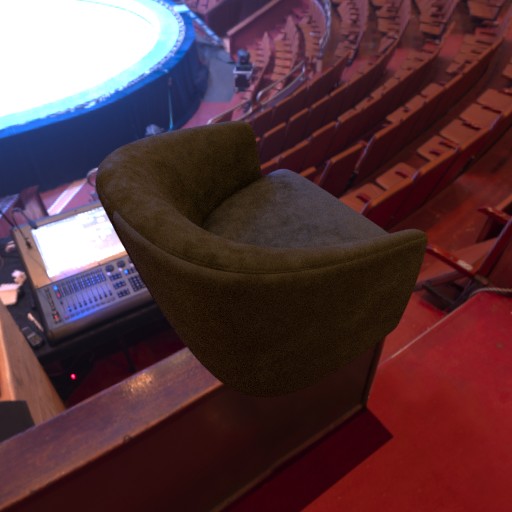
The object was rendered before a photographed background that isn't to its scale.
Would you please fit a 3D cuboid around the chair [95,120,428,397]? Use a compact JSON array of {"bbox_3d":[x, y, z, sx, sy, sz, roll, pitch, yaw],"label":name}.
[{"bbox_3d":[0.000,0.000,1.339,0.767,0.698,0.773,-26,48,-26],"label":"chair"}]
